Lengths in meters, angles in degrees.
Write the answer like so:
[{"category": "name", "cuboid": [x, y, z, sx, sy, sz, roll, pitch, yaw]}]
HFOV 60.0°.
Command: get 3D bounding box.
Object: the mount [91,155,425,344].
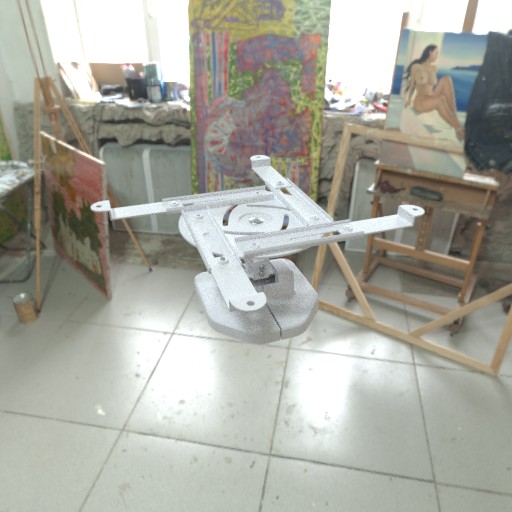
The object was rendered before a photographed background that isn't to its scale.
[{"category": "mount", "cuboid": [0.000, 0.000, 0.594, 0.394, 0.141, 0.394, -10, 32, -16]}]
